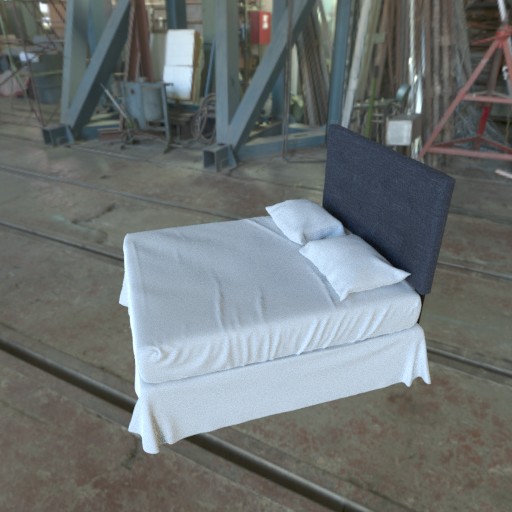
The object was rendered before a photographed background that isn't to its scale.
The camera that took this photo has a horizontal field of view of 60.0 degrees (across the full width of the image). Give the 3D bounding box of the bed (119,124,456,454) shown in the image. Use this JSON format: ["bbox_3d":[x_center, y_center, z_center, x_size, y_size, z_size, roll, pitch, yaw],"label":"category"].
[{"bbox_3d":[0.000,0.000,3.463,2.222,1.577,1.936,-9,30,-15],"label":"bed"}]
